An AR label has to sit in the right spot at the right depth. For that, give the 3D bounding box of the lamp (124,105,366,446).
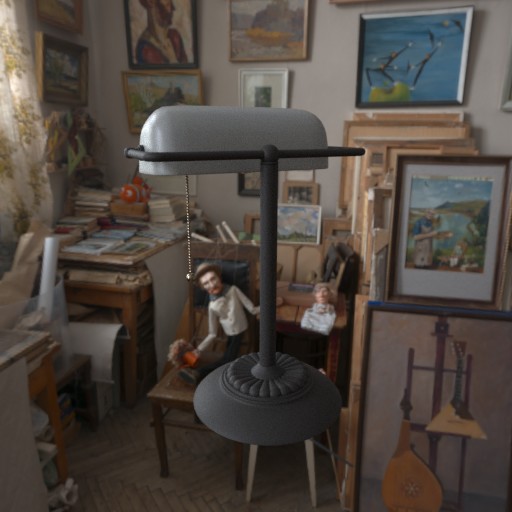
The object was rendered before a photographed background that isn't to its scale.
[{"bbox_3d":[0.000,0.000,0.523,0.264,0.339,0.243,-7,17,-25],"label":"lamp"}]
